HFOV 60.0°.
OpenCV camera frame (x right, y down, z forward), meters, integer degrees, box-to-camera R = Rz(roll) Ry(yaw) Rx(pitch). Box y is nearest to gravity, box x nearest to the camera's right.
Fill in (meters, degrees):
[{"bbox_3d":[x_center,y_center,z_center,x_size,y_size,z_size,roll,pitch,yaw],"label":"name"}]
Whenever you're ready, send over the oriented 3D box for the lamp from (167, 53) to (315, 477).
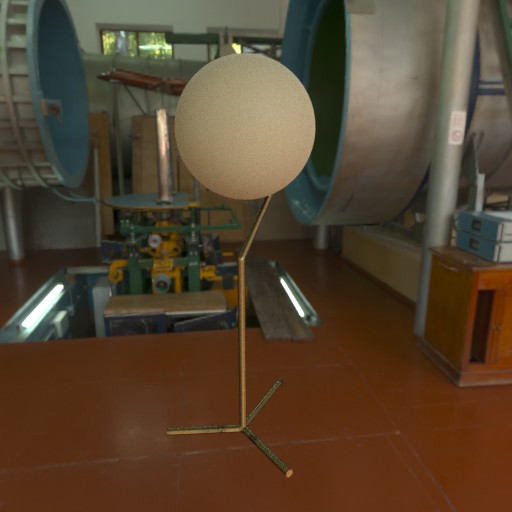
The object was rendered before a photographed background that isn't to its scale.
[{"bbox_3d":[0.000,0.000,0.669,0.210,0.552,0.251,7,17,25],"label":"lamp"}]
